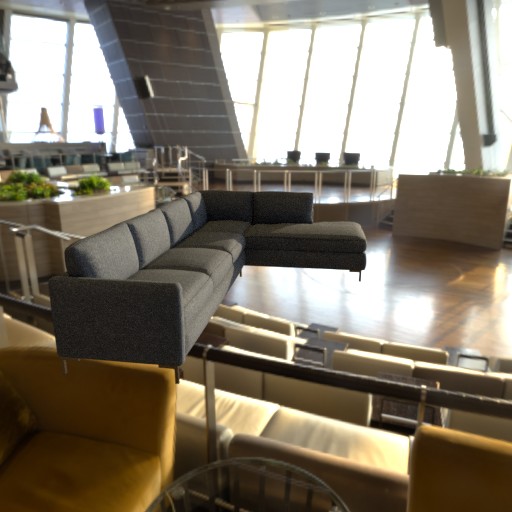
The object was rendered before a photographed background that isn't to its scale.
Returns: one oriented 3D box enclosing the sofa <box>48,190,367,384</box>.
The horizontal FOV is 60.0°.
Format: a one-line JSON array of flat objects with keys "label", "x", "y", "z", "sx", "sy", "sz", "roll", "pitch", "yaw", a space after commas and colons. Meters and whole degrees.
[{"label": "sofa", "x": 0.000, "y": 0.000, "z": 3.843, "sx": 2.007, "sy": 0.815, "sz": 2.949, "roll": 2, "pitch": 15, "yaw": 9}]
